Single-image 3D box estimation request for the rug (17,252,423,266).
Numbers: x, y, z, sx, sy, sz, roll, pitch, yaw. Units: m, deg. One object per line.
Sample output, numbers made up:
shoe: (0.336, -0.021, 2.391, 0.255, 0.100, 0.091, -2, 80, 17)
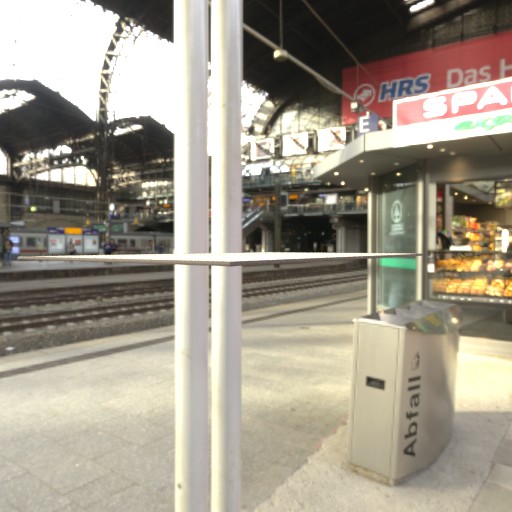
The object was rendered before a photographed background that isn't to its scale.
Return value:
rug: (0.000, 0.000, 2.069, 1.067, 0.013, 1.676, 1, 1, 36)
